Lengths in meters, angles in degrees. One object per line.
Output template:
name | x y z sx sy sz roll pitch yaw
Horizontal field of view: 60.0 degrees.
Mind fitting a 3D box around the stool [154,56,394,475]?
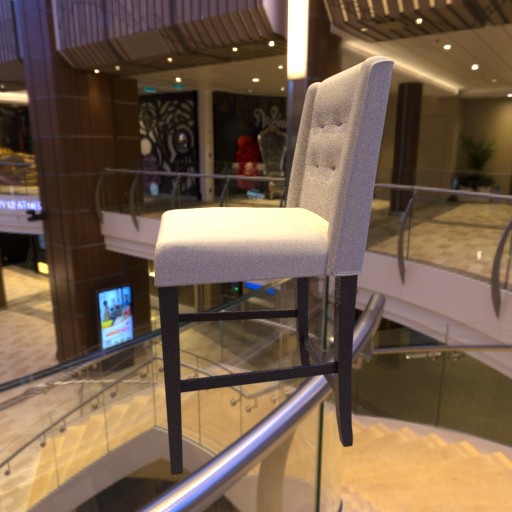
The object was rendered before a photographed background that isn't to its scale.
stool | 0.000 0.000 1.181 0.509 0.939 0.474 -2 14 -10
